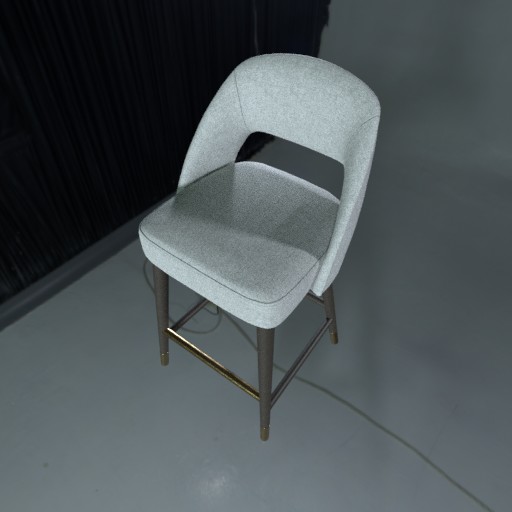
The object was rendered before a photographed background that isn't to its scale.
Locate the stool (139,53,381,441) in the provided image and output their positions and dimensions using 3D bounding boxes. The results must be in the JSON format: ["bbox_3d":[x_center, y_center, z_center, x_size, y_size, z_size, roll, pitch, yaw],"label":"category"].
[{"bbox_3d":[0.000,0.000,1.250,0.494,0.940,0.509,28,52,25],"label":"stool"}]
